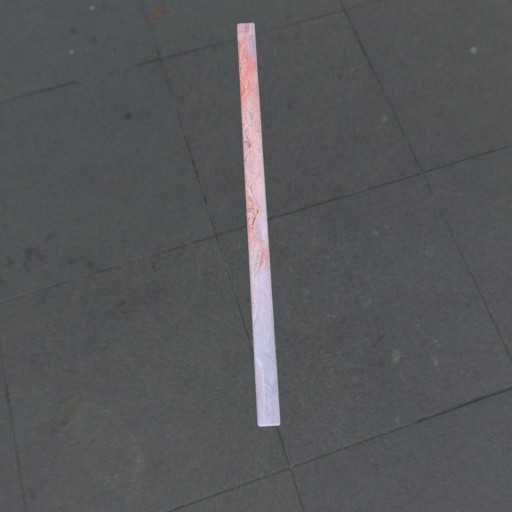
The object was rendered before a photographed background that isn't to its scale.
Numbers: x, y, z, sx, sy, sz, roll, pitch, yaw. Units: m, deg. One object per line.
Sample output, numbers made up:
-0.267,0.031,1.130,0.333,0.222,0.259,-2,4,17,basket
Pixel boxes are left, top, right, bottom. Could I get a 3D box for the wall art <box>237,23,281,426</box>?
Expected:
0.000,0.000,1.131,0.035,0.747,0.747,-3,74,-1,wall art
